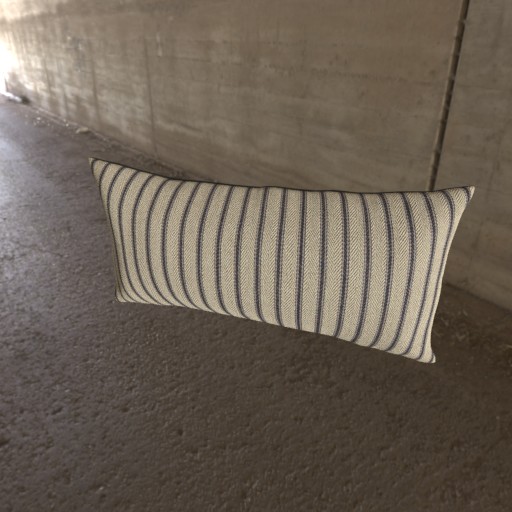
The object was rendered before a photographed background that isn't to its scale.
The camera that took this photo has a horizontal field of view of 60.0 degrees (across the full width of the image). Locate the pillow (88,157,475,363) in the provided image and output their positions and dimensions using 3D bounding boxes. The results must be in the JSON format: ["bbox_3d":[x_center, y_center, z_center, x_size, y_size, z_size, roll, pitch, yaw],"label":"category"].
[{"bbox_3d":[0.000,0.000,0.737,0.609,0.305,0.151,9,28,17],"label":"pillow"}]
